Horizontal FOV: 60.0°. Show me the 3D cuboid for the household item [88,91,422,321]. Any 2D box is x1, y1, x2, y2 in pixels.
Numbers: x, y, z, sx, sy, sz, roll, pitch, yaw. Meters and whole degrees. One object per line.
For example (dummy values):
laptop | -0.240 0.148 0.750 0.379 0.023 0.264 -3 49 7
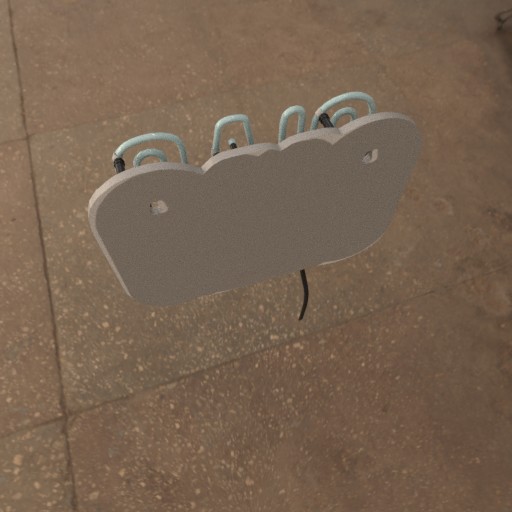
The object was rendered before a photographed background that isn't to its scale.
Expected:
household item | 0.000 0.000 0.376 0.211 0.294 0.042 -15 59 -9
